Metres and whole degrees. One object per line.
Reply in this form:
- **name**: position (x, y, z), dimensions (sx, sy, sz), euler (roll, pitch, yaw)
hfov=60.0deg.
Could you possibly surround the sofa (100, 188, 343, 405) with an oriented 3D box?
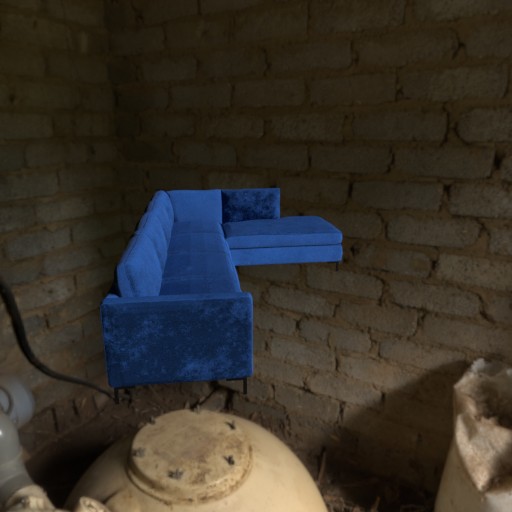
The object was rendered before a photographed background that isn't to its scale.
- **sofa**: position (0.000, 0.000, 3.224), dimensions (1.707, 0.687, 2.486), euler (-2, 16, -8)
